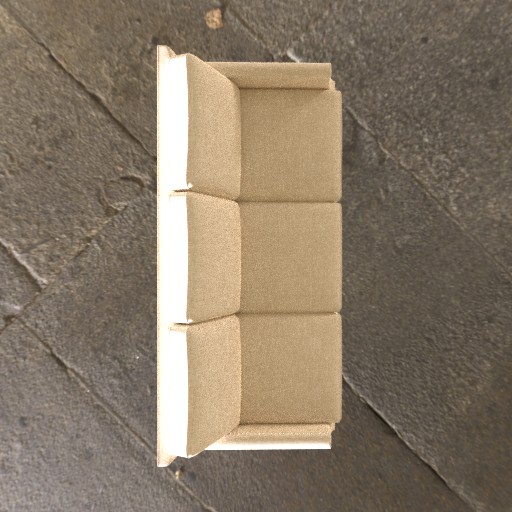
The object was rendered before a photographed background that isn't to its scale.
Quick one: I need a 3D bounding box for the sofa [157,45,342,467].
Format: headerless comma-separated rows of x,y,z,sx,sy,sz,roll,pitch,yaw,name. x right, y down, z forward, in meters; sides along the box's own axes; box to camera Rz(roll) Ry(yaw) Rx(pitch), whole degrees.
0.000,0.000,2.658,1.041,0.940,2.210,0,90,-1,sofa
